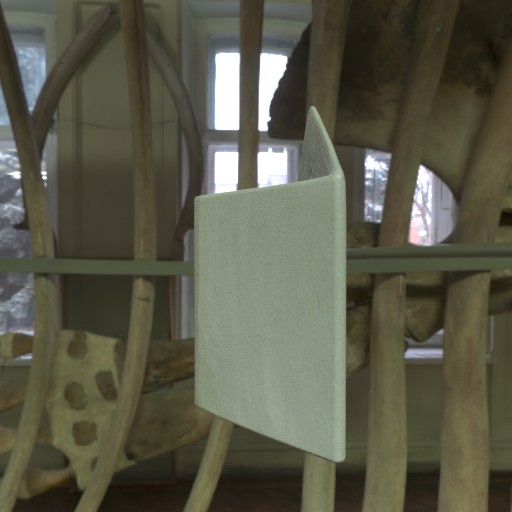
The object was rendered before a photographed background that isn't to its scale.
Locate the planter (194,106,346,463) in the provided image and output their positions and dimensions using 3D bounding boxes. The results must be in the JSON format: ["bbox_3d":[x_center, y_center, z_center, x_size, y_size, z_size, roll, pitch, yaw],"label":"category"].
[{"bbox_3d":[0.000,0.000,0.287,0.080,0.194,0.163,0,1,-3],"label":"planter"}]
